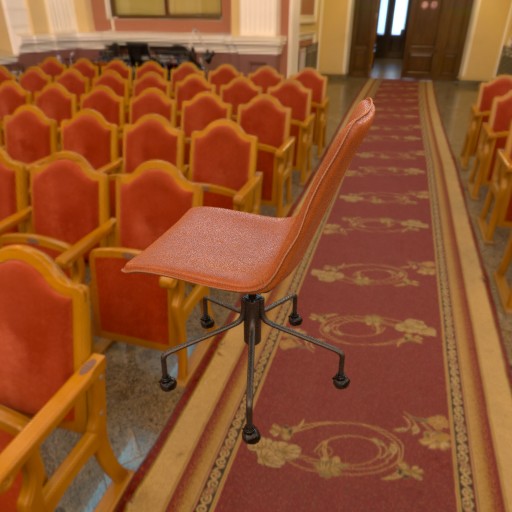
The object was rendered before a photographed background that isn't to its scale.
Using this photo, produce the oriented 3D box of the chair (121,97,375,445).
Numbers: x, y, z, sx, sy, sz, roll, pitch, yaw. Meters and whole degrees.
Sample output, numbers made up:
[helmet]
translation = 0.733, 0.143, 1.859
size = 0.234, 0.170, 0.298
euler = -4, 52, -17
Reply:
[chair]
translation = 0.000, 0.000, 1.367
size = 0.660, 0.920, 0.651
euler = 8, 29, 15
